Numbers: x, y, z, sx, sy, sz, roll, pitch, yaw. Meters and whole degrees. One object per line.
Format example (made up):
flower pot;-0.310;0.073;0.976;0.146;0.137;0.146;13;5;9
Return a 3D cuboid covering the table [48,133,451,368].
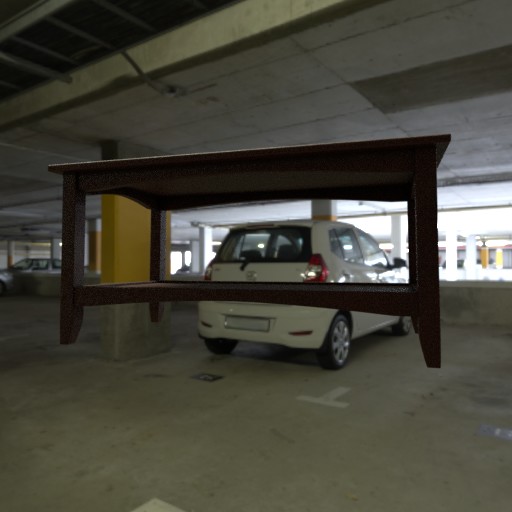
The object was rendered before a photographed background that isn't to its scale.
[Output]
table;0.000;0.000;1.235;0.943;0.456;0.533;0;-1;17
